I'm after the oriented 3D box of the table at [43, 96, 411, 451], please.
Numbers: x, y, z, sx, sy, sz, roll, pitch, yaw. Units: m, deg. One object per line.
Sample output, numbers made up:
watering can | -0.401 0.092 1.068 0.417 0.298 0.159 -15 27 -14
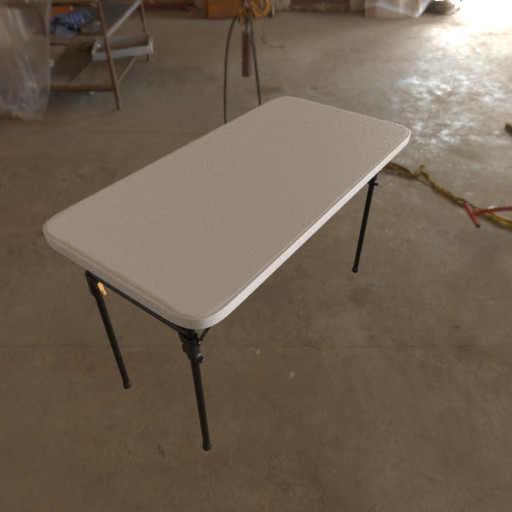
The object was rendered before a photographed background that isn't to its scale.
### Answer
table | 0.000 0.000 1.660 0.610 0.729 1.219 25 46 27
